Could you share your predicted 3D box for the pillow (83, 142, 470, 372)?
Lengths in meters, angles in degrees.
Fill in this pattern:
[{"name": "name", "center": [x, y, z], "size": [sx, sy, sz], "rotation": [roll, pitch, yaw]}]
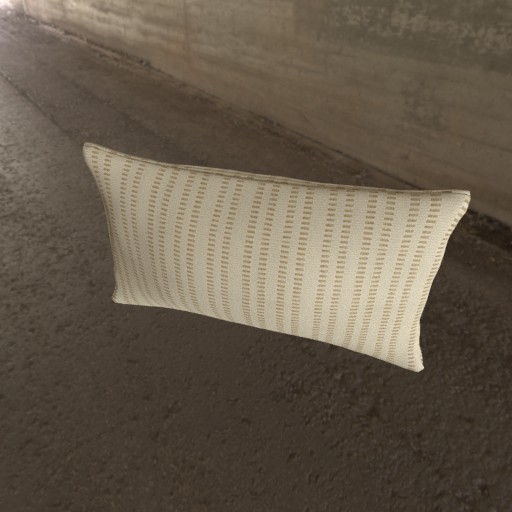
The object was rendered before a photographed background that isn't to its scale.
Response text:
[{"name": "pillow", "center": [0.000, 0.000, 0.794], "size": [0.640, 0.353, 0.210], "rotation": [10, 35, 15]}]
